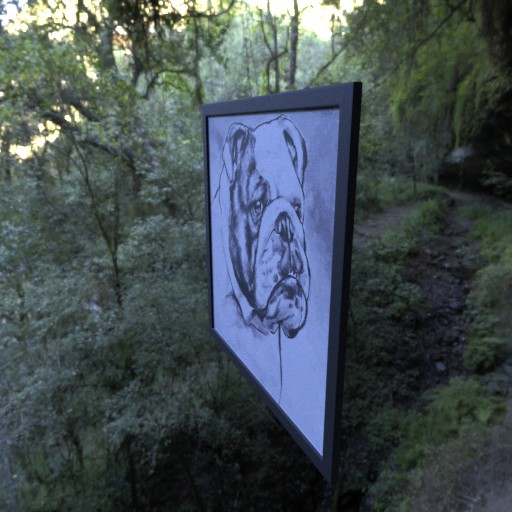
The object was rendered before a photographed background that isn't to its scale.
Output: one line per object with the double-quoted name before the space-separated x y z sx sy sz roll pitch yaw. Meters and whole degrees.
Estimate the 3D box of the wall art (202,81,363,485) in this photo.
"wall art" 0.000 0.000 0.825 0.012 0.558 0.562 -7 18 -23
